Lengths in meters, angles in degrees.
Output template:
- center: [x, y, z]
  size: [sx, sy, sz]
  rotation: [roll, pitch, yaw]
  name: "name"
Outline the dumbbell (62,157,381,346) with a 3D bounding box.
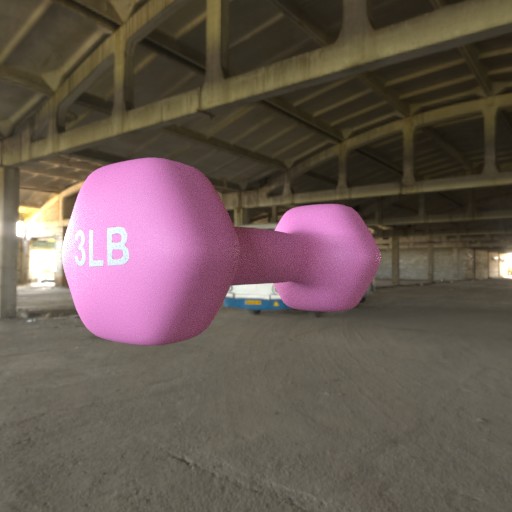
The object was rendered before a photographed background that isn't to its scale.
- center: [0.000, 0.000, 0.194]
  size: [0.064, 0.058, 0.159]
  rotation: [-1, -2, 37]
  name: "dumbbell"
